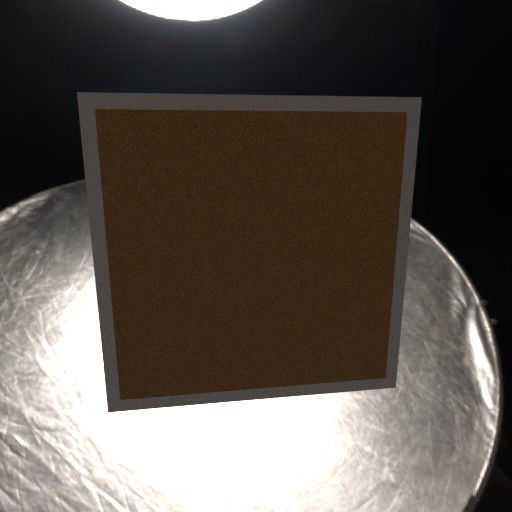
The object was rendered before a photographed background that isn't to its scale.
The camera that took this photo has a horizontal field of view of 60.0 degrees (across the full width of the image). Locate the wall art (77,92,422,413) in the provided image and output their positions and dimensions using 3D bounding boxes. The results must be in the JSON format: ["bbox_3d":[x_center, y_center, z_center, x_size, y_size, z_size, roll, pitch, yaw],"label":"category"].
[{"bbox_3d":[0.000,0.000,0.444,0.305,0.302,0.038,-2,15,-8],"label":"wall art"}]
